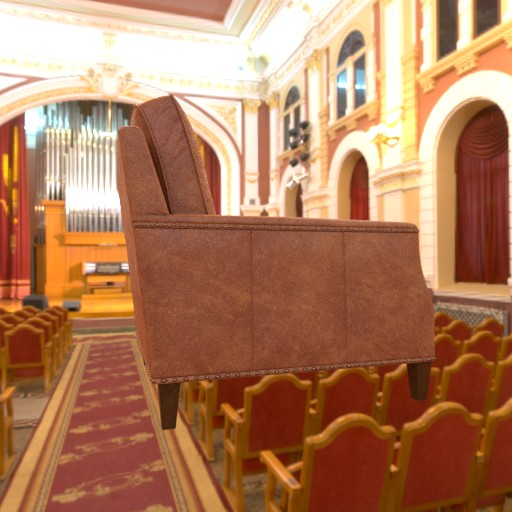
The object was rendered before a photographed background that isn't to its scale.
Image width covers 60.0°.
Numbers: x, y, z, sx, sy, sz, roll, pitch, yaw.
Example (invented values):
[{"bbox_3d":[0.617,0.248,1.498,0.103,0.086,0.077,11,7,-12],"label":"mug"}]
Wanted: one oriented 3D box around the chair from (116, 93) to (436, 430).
[{"bbox_3d":[0.000,0.000,1.691,1.014,0.943,0.853,0,-1,-18],"label":"chair"}]
